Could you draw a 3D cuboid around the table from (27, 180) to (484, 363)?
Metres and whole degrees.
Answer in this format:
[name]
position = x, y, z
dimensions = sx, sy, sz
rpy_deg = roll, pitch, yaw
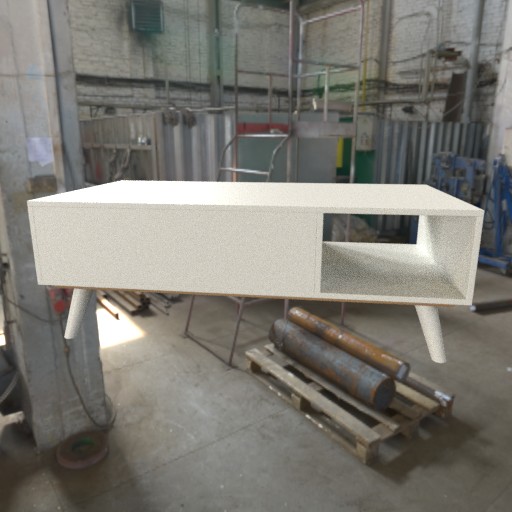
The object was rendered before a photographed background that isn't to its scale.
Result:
[table]
position = 0.000, 0.000, 1.491
dimensions = 1.194, 0.432, 0.609
rpy_deg = 2, 15, 8
